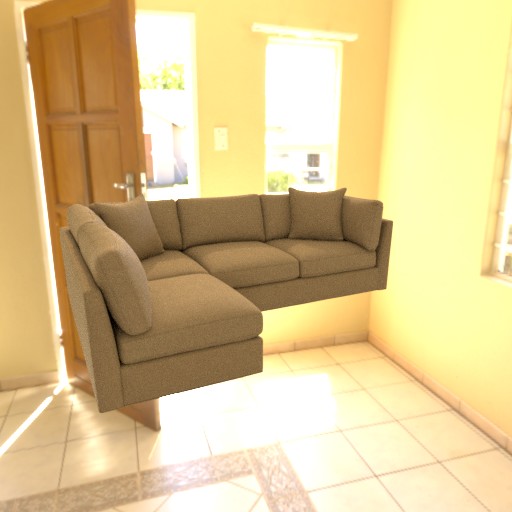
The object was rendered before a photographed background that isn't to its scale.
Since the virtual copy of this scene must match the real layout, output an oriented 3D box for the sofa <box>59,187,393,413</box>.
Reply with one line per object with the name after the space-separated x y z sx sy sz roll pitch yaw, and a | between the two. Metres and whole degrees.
0.000 0.000 3.713 2.896 0.978 1.994 -7 16 -26 | sofa
